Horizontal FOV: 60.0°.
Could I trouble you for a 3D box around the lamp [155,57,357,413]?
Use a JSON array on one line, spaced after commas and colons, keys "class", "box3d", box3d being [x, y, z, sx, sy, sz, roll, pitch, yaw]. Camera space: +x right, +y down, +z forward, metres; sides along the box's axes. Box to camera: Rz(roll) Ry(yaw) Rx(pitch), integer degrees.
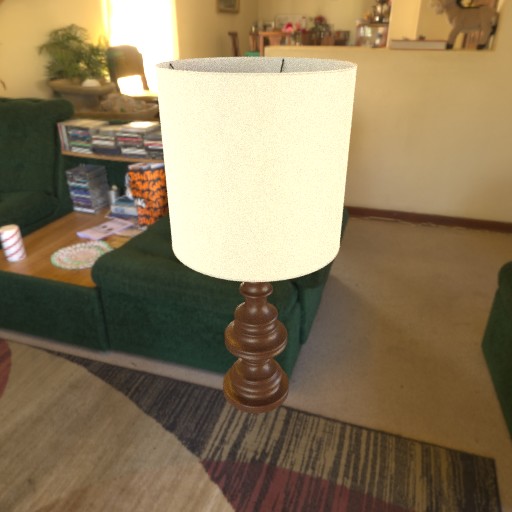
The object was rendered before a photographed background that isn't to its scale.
[{"class": "lamp", "box3d": [0.000, 0.000, 0.570, 0.208, 0.455, 0.208, 0, 28, 0]}]
